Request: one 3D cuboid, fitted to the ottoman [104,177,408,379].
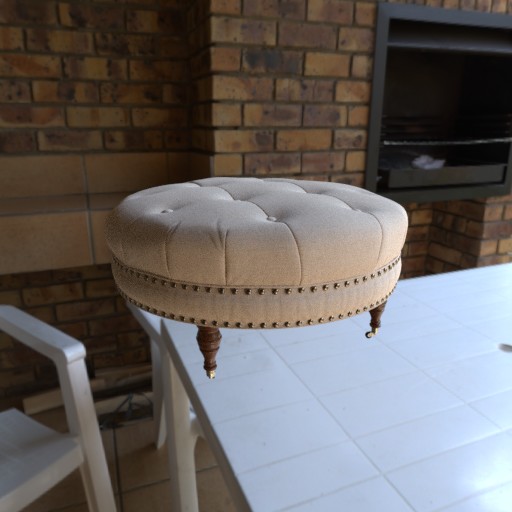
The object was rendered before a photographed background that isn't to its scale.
[{"bbox_3d":[0.000,0.000,1.474,0.940,0.483,0.940,0,17,0],"label":"ottoman"}]
